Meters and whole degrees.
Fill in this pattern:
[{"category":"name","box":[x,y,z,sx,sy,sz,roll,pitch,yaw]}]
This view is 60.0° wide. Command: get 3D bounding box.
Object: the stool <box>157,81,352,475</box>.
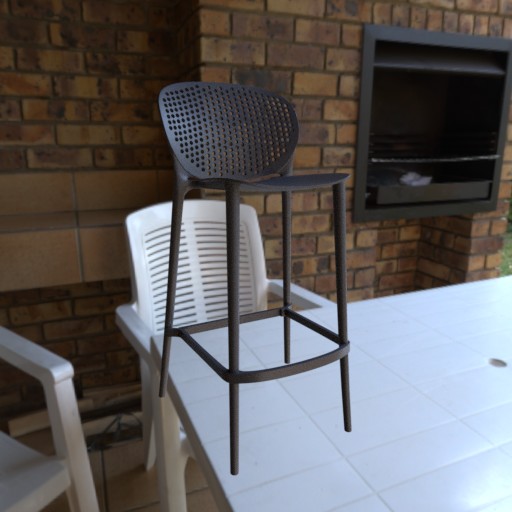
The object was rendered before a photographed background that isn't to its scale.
[{"category":"stool","box":[0.000,0.000,1.347,0.536,1.045,0.535,-8,16,-27]}]
